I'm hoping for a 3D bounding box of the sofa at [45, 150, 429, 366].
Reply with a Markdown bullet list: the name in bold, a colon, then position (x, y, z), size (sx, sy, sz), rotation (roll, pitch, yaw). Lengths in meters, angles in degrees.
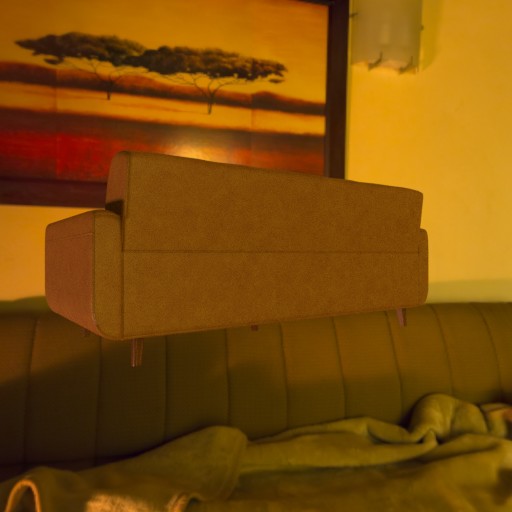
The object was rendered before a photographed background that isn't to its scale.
- **sofa**: position (0.000, 0.000, 2.627), size (2.137, 0.892, 0.980), rotation (0, 0, -35)
